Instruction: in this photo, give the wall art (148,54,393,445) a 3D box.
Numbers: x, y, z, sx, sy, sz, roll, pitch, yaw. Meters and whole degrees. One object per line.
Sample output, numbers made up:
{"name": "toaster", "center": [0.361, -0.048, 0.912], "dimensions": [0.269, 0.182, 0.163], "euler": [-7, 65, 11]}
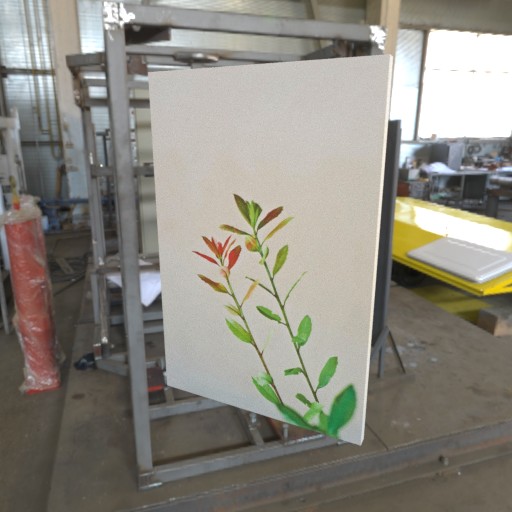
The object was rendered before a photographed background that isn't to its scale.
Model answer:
{"name": "wall art", "center": [0.000, 0.000, 1.433], "dimensions": [0.764, 1.143, 0.038], "euler": [8, 18, 26]}
